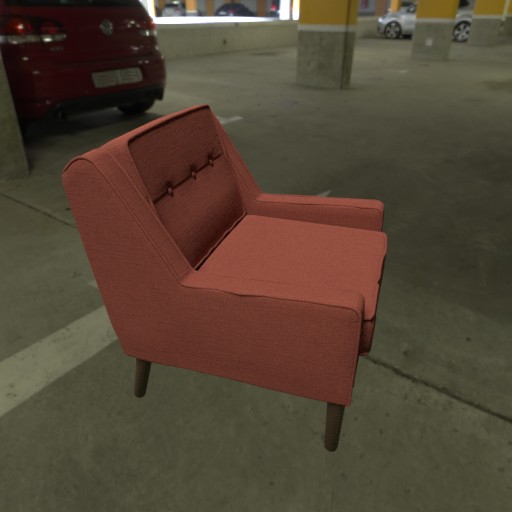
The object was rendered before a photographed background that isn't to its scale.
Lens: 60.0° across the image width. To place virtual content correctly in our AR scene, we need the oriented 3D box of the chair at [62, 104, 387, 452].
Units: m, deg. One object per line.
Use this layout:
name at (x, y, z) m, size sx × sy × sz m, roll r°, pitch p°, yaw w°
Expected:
chair at (0.000, 0.000, 1.379) m, size 0.770 × 0.812 × 0.680 m, roll 9°, pitch 30°, yaw 16°
